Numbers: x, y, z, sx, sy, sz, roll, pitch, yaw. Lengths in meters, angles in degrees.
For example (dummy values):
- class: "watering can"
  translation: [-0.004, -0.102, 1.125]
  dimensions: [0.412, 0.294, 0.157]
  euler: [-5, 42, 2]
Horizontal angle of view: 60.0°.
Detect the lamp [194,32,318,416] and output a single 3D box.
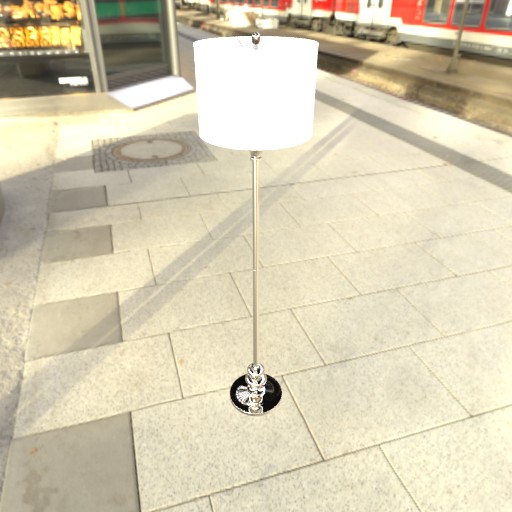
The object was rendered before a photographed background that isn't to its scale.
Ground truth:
- class: "lamp"
  translation: [0.000, 0.000, 1.645]
  dimensions: [0.356, 1.487, 0.356]
  euler: [-11, 33, -17]
